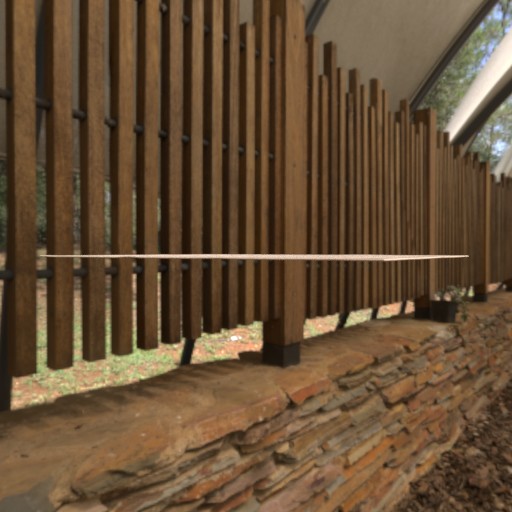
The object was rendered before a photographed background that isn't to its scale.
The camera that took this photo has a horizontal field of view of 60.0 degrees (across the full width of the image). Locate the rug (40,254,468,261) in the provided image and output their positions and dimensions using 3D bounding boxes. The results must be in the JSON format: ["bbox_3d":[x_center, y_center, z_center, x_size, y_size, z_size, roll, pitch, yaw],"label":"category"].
[{"bbox_3d":[0.000,0.000,4.278,3.357,0.019,2.449,0,1,35],"label":"rug"}]
